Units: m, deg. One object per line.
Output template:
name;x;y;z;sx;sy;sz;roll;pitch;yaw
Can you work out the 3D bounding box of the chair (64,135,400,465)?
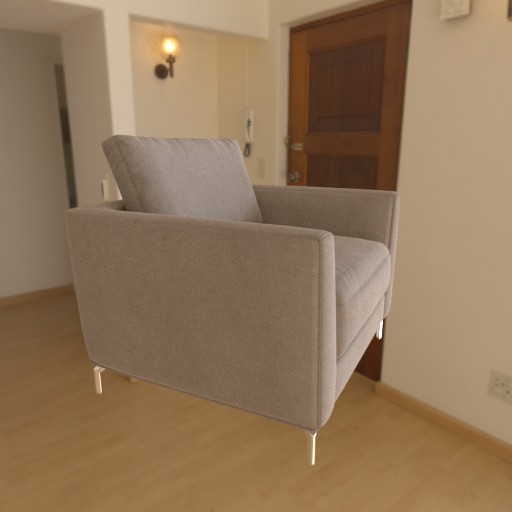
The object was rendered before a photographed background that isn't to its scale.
chair;0.000;0.000;1.647;0.889;0.864;1.041;7;16;26
